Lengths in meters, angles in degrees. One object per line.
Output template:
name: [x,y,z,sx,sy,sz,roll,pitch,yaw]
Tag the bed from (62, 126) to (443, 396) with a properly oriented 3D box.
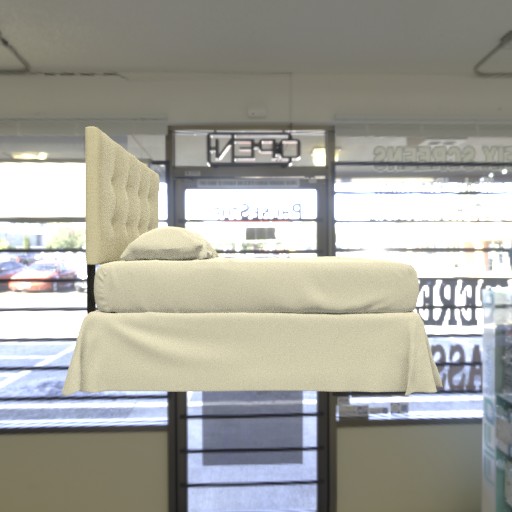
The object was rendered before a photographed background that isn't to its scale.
bed: [0.000,0.000,3.462,2.222,1.577,1.936,0,0,0]
